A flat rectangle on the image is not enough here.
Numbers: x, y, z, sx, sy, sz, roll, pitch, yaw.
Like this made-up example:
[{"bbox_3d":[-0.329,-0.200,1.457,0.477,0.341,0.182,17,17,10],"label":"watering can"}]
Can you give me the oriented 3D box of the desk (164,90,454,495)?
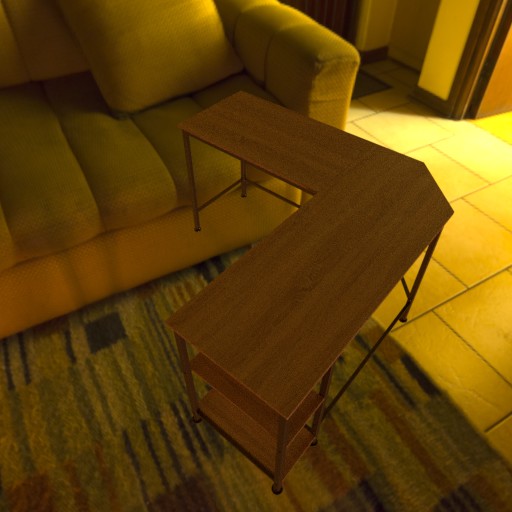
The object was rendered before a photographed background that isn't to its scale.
[{"bbox_3d":[0.000,0.000,2.149,1.379,0.739,1.379,31,53,26],"label":"desk"}]
